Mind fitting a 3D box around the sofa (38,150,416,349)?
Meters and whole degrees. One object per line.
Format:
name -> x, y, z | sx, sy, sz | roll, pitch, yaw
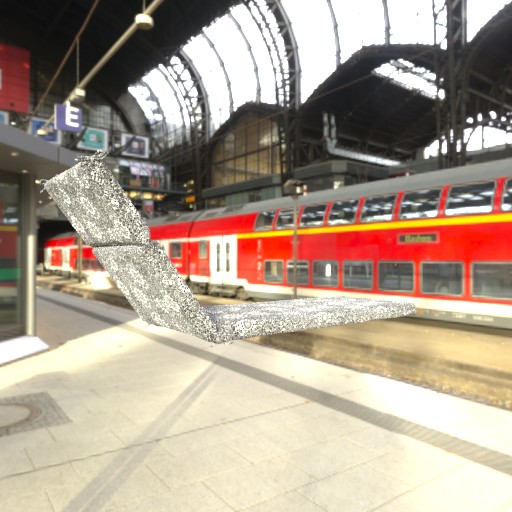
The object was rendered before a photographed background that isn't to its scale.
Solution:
sofa -> 0.000, 0.000, 1.947 | 1.663, 0.622, 0.582 | 0, 0, -37
